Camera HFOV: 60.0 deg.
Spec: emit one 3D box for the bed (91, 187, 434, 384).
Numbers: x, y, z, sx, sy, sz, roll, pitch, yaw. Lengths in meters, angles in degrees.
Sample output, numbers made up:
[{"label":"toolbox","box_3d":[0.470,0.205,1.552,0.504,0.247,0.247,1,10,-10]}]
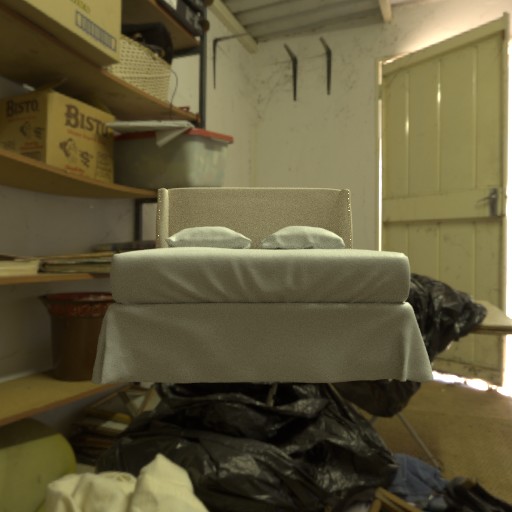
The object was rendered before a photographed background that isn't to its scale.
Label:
[{"label":"bed","box_3d":[0.000,0.000,3.396,1.925,1.332,2.276,0,1,-1]}]
